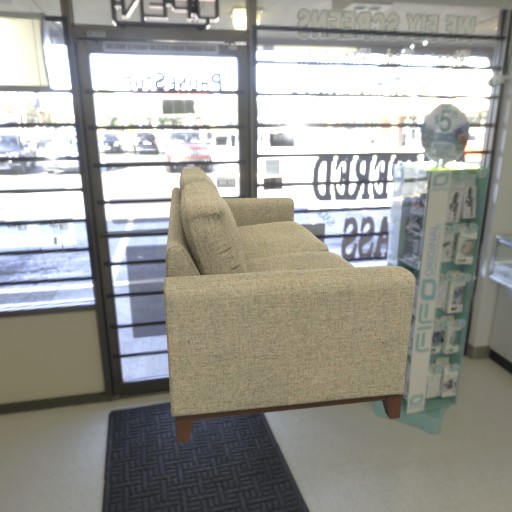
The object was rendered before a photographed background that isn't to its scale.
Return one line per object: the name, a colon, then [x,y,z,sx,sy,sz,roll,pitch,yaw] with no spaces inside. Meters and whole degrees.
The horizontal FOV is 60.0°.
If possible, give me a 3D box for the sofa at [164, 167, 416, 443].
sofa: [0.000,0.000,2.550,0.969,0.892,1.978,-3,16,-9]
